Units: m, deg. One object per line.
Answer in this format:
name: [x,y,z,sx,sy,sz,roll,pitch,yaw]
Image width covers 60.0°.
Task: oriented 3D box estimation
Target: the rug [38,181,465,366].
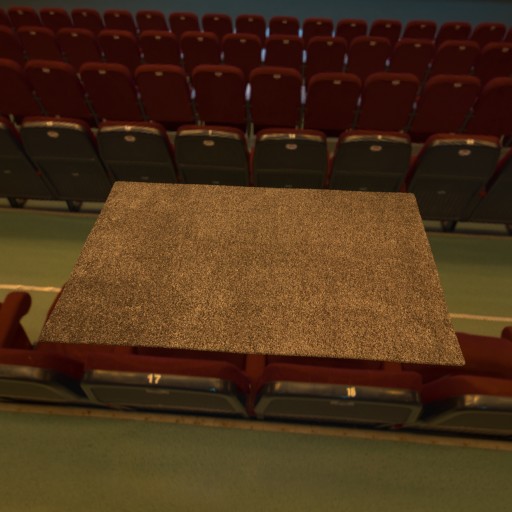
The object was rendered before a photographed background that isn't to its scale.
rug: [0.000,0.000,2.958,2.352,0.025,1.501,3,45,3]
